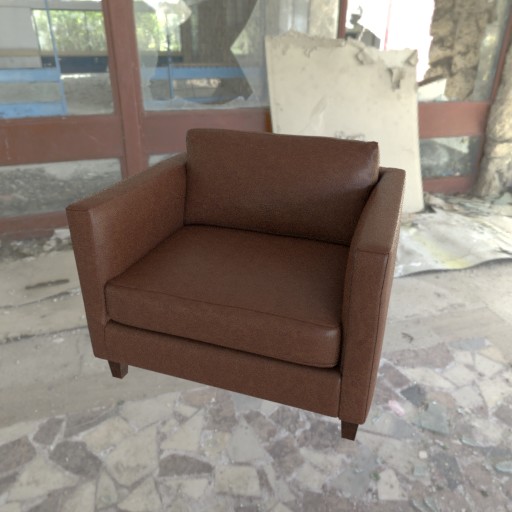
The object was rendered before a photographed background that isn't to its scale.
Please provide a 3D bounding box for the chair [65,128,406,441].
[{"bbox_3d":[0.000,0.000,1.850,1.107,0.917,0.959,9,27,17],"label":"chair"}]
